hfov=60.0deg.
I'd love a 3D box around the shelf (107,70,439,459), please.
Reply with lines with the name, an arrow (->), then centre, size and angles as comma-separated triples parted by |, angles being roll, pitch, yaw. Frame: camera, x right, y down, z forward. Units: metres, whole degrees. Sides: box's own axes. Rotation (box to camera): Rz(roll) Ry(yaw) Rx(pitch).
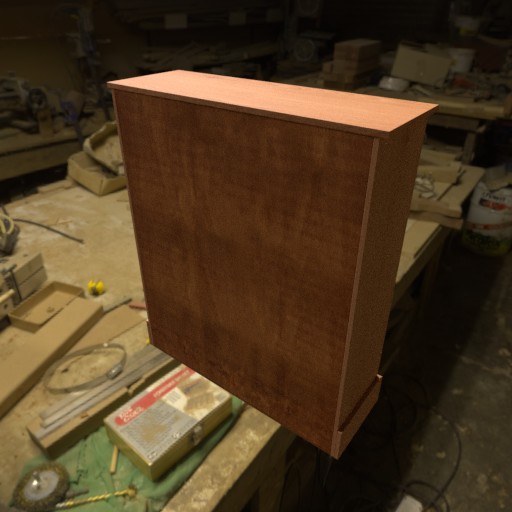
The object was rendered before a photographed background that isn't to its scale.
shelf -> 0.000, 0.000, 1.387 | 0.840, 0.980, 0.291 | 21, 37, 31
